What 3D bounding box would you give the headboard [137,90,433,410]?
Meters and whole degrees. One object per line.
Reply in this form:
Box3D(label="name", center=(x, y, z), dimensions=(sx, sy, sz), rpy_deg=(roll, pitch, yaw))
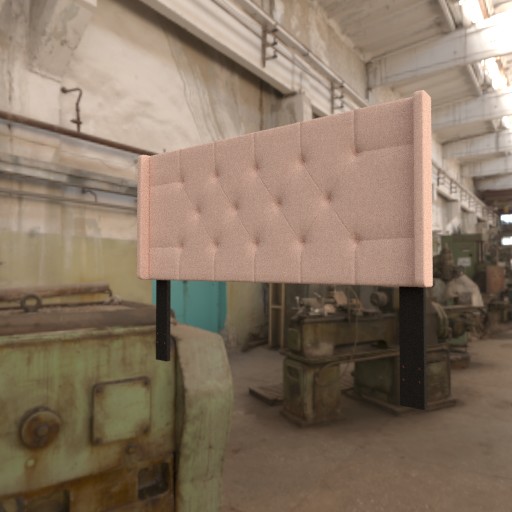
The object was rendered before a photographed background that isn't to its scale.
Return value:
Box3D(label="headboard", center=(0.000, 0.000, 2.712), dimensions=(2.051, 1.524, 0.184), rpy_deg=(-1, -2, 37))
